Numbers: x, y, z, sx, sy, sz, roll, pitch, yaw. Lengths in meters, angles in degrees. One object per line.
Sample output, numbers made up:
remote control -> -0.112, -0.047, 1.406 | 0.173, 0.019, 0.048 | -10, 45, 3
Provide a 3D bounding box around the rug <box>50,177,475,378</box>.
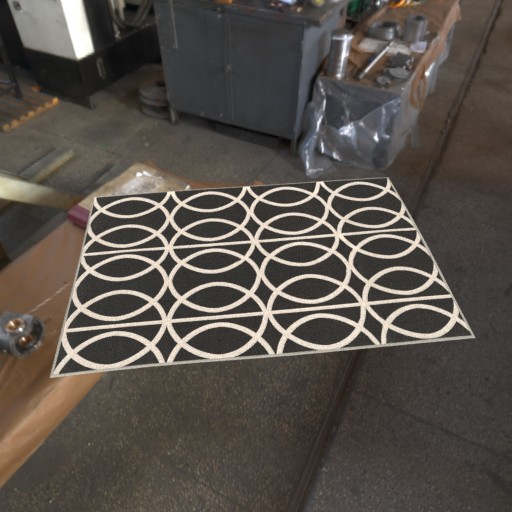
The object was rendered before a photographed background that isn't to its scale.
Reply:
rug -> 0.000, 0.000, 2.892 | 2.294, 0.014, 1.528 | -4, 45, -4
